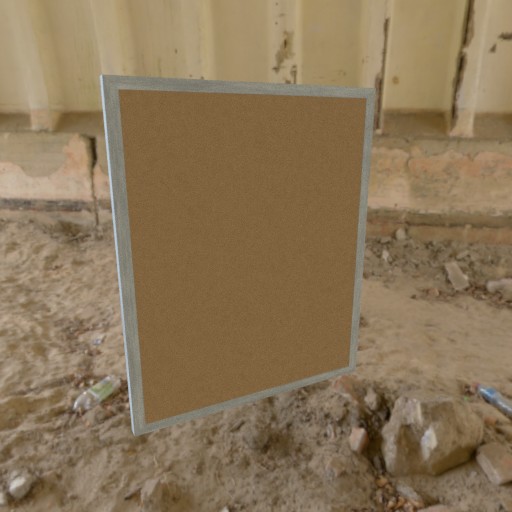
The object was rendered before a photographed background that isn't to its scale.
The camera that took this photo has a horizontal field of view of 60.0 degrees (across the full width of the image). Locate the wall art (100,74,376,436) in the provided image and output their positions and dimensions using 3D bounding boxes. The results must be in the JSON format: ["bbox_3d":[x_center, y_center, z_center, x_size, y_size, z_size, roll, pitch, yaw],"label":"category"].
[{"bbox_3d":[0.000,0.000,0.796,0.479,0.582,0.022,-8,18,-26],"label":"wall art"}]
